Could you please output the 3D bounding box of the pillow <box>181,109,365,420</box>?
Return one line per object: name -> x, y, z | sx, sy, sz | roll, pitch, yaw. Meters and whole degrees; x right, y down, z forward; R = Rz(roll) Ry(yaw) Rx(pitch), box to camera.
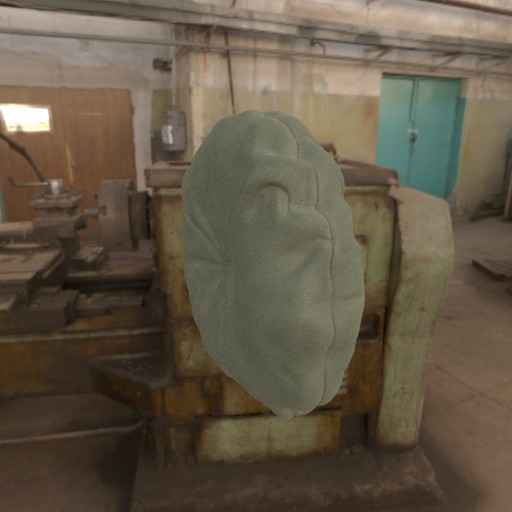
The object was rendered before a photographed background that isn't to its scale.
pillow -> 0.000, 0.000, 0.650 | 0.148, 0.407, 0.428 | -8, 18, -24
